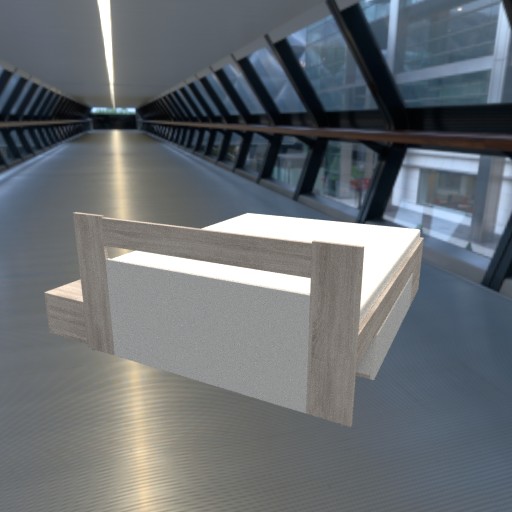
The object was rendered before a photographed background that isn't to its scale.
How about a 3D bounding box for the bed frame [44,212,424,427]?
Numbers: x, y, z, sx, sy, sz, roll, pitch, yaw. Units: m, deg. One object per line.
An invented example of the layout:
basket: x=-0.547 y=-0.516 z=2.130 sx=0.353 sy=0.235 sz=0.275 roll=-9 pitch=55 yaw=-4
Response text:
bed frame: x=0.000 y=0.000 z=3.229 sx=2.040 sy=0.860 sz=2.050 roll=8 pitch=18 yaw=26
